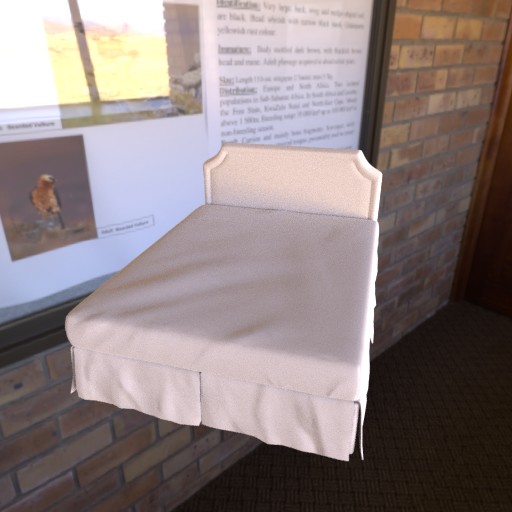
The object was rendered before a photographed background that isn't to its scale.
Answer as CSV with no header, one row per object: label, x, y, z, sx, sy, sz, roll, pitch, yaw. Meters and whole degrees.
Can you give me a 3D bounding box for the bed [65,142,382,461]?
bed,0.000,0.000,3.576,1.977,1.293,2.498,7,26,14
